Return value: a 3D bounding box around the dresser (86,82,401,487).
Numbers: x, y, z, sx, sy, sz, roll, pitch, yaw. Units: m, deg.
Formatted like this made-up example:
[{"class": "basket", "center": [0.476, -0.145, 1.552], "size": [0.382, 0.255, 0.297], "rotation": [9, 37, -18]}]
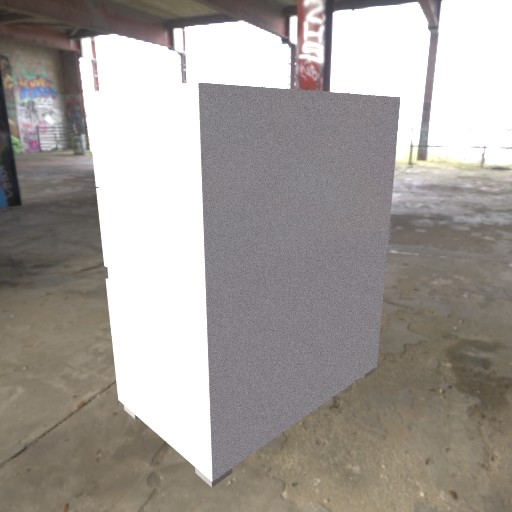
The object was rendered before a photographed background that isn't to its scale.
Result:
[{"class": "dresser", "center": [0.000, 0.000, 1.169], "size": [0.650, 0.800, 0.400], "rotation": [-16, 23, -42]}]
